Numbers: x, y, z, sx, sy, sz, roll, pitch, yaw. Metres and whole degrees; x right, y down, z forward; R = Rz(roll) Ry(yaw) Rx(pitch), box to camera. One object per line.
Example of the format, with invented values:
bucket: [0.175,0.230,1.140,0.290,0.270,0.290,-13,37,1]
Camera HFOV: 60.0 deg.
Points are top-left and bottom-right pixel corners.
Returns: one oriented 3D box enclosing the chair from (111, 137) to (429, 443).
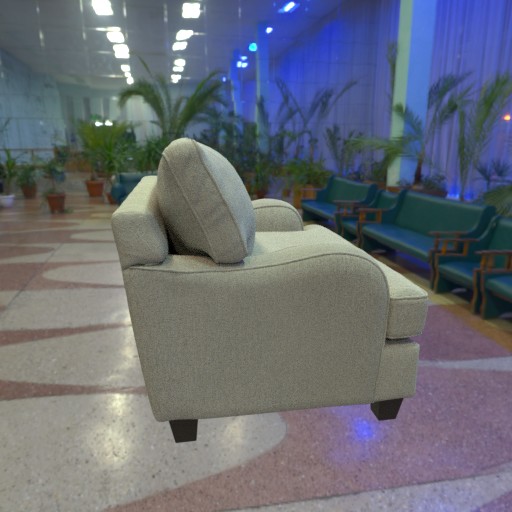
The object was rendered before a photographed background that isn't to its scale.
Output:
chair: [0.000,0.000,1.975,1.041,1.016,1.220,-3,16,-9]
